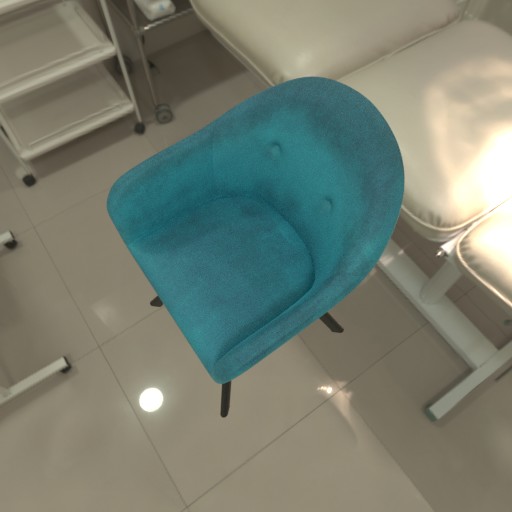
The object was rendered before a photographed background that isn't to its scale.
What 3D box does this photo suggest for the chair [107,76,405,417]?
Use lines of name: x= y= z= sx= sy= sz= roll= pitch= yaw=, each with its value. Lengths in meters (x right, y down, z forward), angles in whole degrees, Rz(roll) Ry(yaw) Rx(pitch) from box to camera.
chair: x=0.000 y=0.000 z=1.160 sx=0.570 sy=0.780 sz=0.540 roll=-32 pitch=67 yaw=-16
